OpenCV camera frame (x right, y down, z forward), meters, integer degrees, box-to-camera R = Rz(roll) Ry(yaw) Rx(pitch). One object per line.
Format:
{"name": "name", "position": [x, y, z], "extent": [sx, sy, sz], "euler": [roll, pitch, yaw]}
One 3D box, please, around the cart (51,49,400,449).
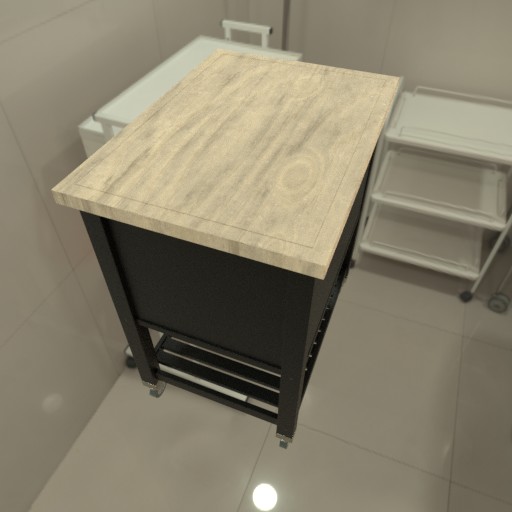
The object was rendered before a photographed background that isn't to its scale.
{"name": "cart", "position": [0.000, 0.000, 1.401], "extent": [0.567, 0.920, 0.797], "euler": [16, 48, 15]}
